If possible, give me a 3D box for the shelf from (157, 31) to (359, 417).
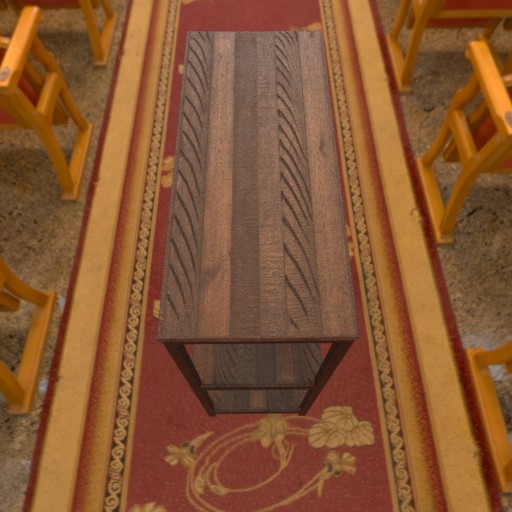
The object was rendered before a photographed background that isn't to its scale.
[{"bbox_3d":[0.000,0.000,1.379,0.352,0.947,0.822,0,62,0],"label":"shelf"}]
